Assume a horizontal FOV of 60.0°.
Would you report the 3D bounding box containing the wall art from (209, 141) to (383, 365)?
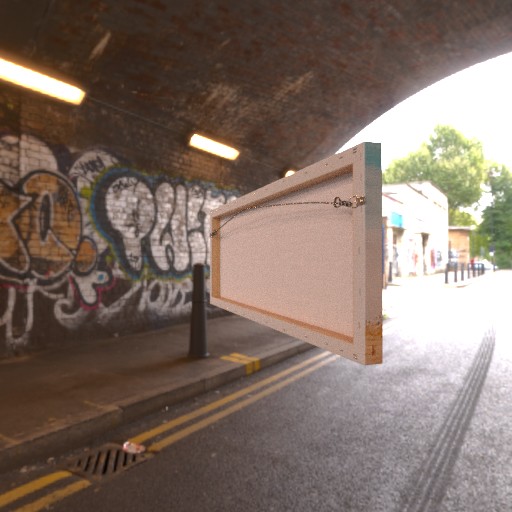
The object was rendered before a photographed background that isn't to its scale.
[{"bbox_3d":[0.000,0.000,0.854,0.044,0.254,0.759,0,-1,-19],"label":"wall art"}]
